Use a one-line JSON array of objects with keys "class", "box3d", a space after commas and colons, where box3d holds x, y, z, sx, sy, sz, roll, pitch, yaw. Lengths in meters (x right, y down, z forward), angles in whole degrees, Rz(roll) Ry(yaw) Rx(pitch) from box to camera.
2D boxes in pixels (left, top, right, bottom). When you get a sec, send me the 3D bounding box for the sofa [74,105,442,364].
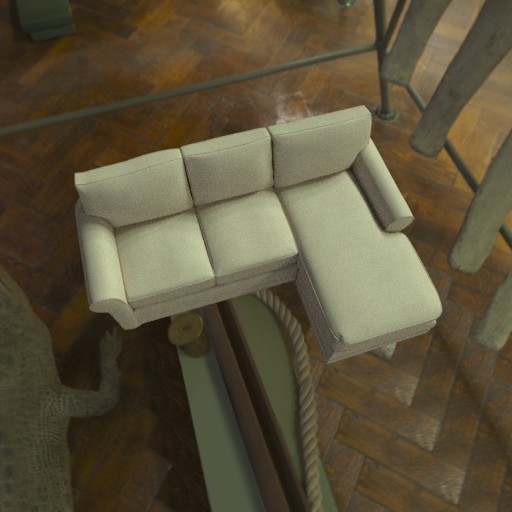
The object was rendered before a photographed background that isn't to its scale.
[{"class": "sofa", "box3d": [0.000, 0.000, 2.396, 1.770, 0.734, 1.226, -15, 64, -8]}]
